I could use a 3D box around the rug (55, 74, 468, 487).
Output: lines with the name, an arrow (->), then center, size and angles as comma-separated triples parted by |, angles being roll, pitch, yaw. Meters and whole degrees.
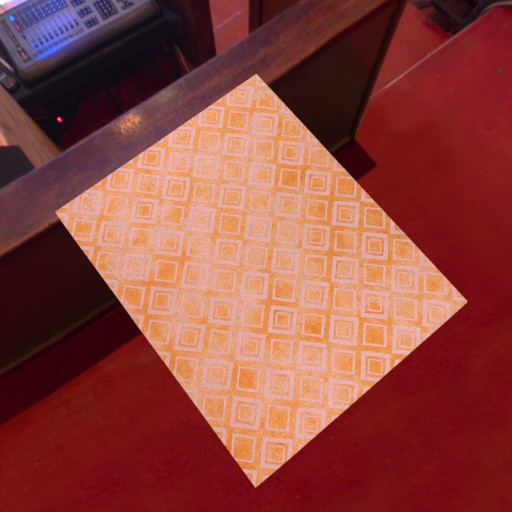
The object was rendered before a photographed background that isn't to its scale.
rug -> 0.000, 0.000, 4.077 | 2.433, 0.011, 3.037 | -38, 78, -9
